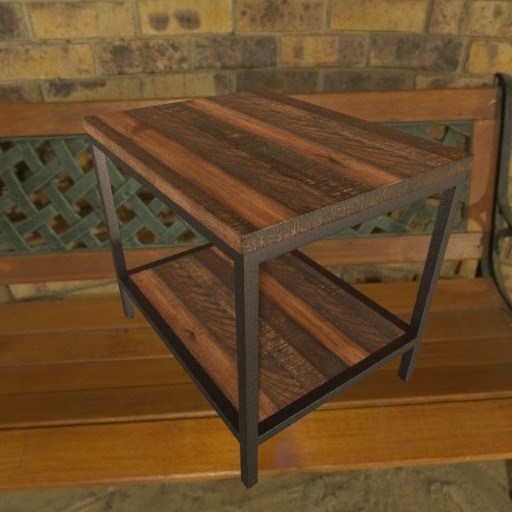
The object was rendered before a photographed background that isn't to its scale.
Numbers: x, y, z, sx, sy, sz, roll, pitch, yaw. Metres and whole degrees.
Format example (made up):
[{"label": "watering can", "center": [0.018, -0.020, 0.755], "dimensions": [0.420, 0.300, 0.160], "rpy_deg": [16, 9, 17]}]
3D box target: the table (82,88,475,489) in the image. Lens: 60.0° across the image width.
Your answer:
[{"label": "table", "center": [0.000, 0.000, 1.098], "dimensions": [0.524, 0.612, 0.678], "rpy_deg": [-21, 38, -29]}]
